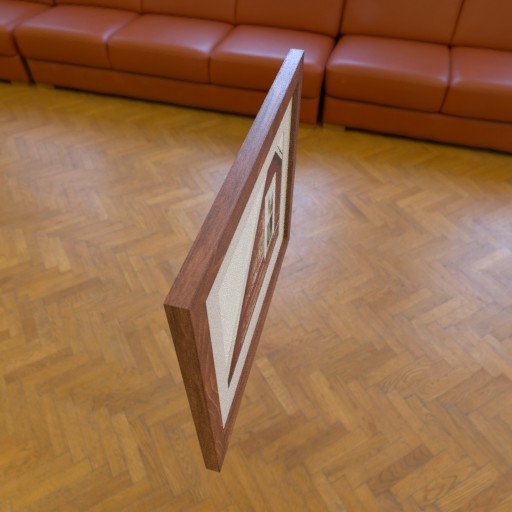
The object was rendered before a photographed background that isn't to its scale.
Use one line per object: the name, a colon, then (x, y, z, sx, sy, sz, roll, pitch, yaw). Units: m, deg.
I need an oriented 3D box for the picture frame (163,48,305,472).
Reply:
picture frame: (0.000, 0.000, 0.744, 0.025, 0.457, 0.559, 11, 48, 10)
